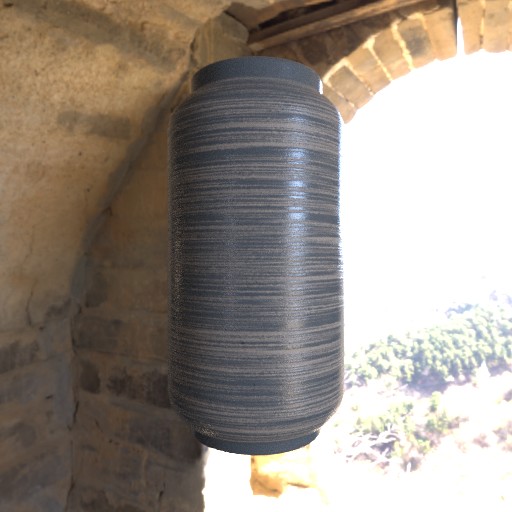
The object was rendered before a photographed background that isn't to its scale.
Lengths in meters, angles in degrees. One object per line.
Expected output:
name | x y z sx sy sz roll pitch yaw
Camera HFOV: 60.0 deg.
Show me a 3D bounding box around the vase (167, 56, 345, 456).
vase | 0.000 0.000 0.296 0.116 0.230 0.116 0 1 0
